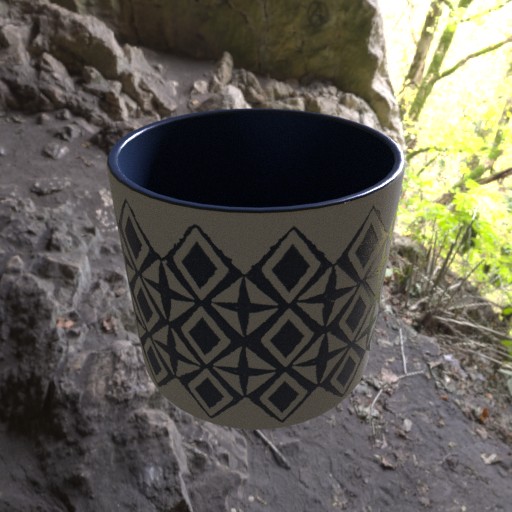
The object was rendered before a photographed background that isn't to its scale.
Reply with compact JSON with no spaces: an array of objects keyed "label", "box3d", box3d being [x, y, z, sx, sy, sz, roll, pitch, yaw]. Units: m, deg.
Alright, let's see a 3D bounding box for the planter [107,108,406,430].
[{"label":"planter","box3d":[0.000,0.000,0.322,0.182,0.165,0.182,0,33,0]}]
